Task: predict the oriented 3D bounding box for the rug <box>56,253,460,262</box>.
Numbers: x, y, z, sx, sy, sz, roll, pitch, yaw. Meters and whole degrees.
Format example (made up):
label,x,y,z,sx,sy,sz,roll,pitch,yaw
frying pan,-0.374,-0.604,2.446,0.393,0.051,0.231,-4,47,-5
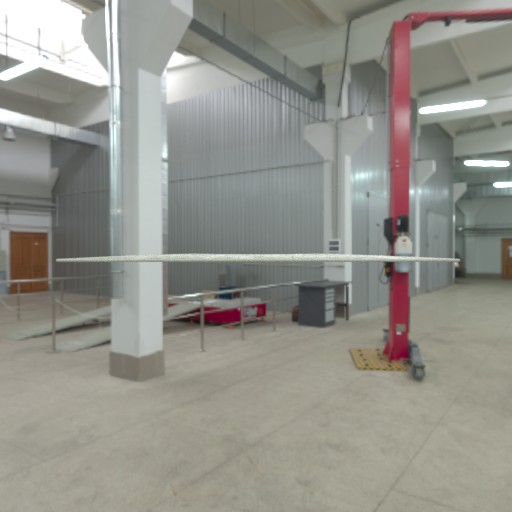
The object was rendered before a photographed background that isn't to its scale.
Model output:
label,x,y,z,sx,sy,sz,roll,pitch,yaw
rug,0.000,0.000,3.968,2.311,0.032,2.921,0,1,-1
